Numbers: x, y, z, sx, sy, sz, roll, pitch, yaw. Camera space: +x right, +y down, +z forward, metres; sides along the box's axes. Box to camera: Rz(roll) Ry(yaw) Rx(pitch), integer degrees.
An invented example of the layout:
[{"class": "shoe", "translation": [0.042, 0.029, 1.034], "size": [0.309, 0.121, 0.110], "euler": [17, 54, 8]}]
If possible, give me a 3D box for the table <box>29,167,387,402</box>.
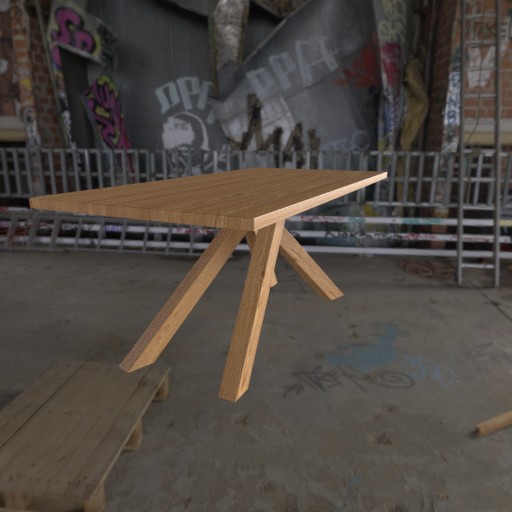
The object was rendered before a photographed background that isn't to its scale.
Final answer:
[{"class": "table", "translation": [0.000, 0.000, 2.251], "size": [0.901, 0.750, 1.797], "euler": [8, 17, 26]}]
